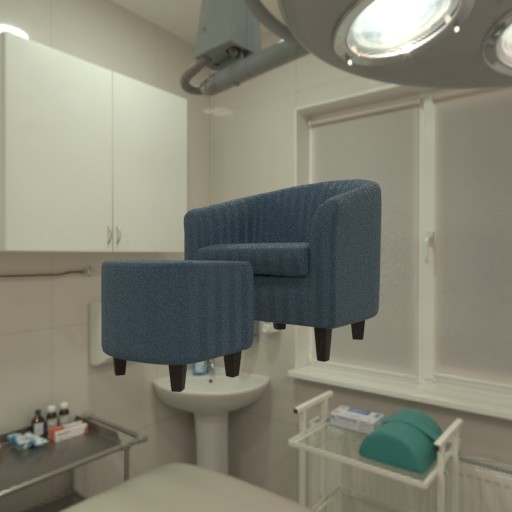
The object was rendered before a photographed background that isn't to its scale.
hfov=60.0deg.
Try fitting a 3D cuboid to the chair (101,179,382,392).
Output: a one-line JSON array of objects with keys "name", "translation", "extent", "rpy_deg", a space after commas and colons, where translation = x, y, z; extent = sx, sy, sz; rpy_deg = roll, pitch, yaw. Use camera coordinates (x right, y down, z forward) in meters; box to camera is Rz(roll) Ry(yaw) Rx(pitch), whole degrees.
[{"name": "chair", "translation": [0.000, 0.000, 1.765], "extent": [0.756, 0.757, 1.288], "rpy_deg": [0, 0, 38]}]
